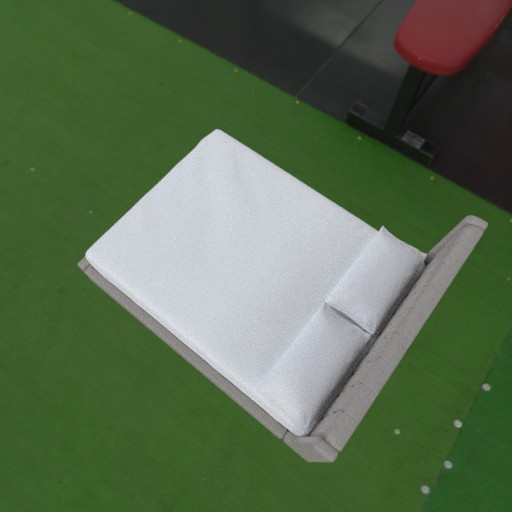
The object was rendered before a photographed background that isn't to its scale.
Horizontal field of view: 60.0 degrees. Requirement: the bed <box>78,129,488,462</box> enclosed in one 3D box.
[{"bbox_3d":[0.000,0.000,3.151,2.232,1.147,1.656,36,70,15],"label":"bed"}]
